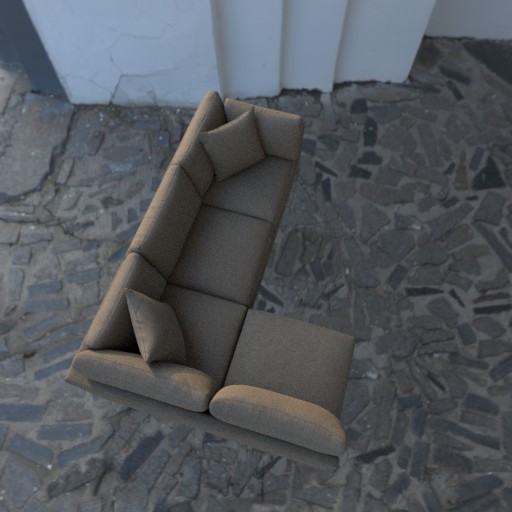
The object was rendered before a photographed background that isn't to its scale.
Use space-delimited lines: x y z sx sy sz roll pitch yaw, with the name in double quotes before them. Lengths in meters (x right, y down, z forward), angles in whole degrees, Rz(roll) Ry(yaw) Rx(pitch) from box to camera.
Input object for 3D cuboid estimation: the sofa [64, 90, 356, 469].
"sofa" 0.000 0.000 3.814 1.994 0.978 2.896 15 64 8
